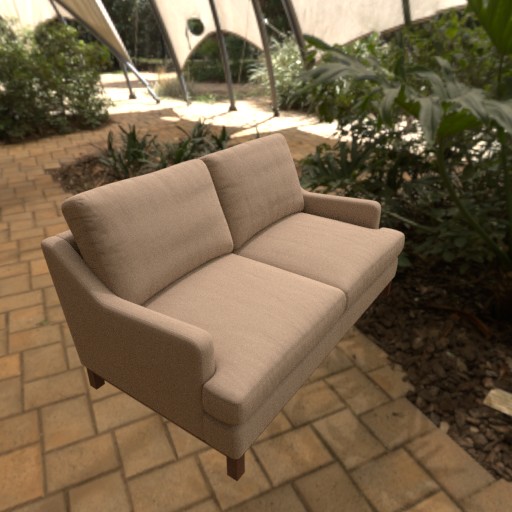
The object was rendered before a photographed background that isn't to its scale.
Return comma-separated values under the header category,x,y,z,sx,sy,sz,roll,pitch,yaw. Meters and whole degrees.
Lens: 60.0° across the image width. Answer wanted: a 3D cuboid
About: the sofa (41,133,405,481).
category,x,y,z,sx,sy,sz,roll,pitch,yaw
sofa,0.000,0.000,2.195,1.004,0.910,1.619,18,32,31
